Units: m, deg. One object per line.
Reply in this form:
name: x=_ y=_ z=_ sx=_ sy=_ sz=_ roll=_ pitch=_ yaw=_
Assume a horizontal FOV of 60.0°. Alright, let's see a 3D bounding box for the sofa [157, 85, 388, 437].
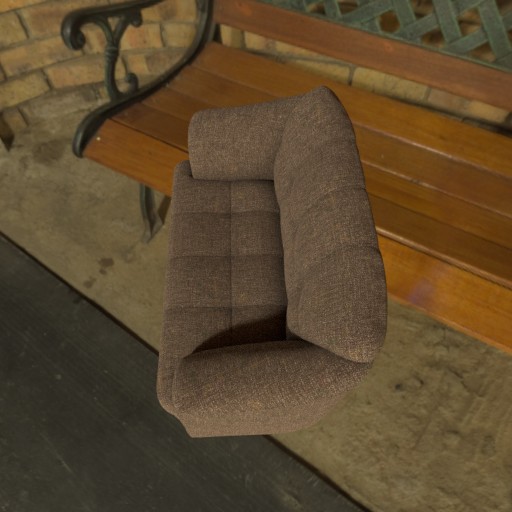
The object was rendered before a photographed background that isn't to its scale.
sofa: x=0.000 y=0.000 z=1.930 sx=0.799 sy=0.895 sz=1.404 roll=-2 pitch=58 yaw=-1
